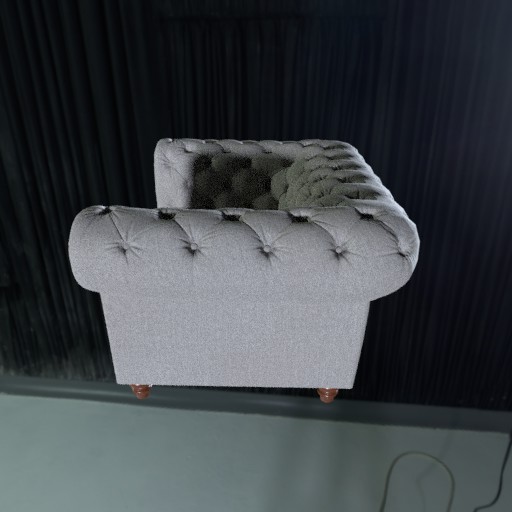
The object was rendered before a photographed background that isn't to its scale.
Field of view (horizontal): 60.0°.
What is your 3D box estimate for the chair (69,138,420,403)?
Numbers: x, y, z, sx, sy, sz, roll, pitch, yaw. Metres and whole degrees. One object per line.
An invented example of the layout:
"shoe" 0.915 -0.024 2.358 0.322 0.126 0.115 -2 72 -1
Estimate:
"chair" 0.000 0.000 1.837 0.976 0.770 1.270 1 26 1
